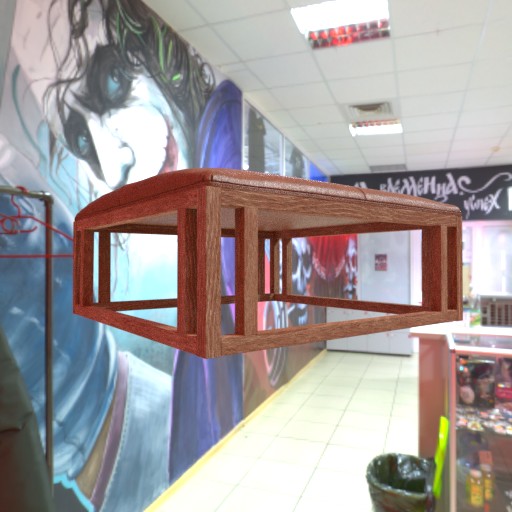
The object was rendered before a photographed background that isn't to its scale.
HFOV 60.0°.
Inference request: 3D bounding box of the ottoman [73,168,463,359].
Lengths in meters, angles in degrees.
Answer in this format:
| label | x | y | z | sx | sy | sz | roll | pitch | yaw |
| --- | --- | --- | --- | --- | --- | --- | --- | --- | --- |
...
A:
| label | x | y | z | sx | sy | sz | roll | pitch | yaw |
| --- | --- | --- | --- | --- | --- | --- | --- | --- | --- |
| ottoman | 0.000 | 0.000 | 1.613 | 1.016 | 0.442 | 1.013 | 1 | -1 | -37 |
